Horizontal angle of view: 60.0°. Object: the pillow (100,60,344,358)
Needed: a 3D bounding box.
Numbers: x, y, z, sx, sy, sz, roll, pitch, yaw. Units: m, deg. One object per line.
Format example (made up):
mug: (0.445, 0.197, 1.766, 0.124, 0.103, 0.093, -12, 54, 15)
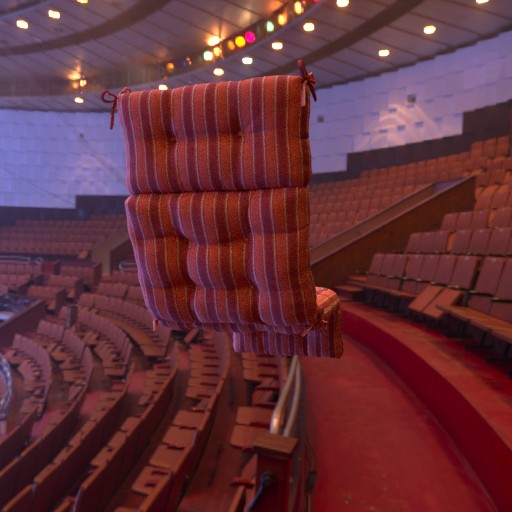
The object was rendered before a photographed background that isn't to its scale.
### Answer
pillow: (0.000, 0.000, 1.484, 0.526, 0.863, 1.016, 0, 0, 16)
